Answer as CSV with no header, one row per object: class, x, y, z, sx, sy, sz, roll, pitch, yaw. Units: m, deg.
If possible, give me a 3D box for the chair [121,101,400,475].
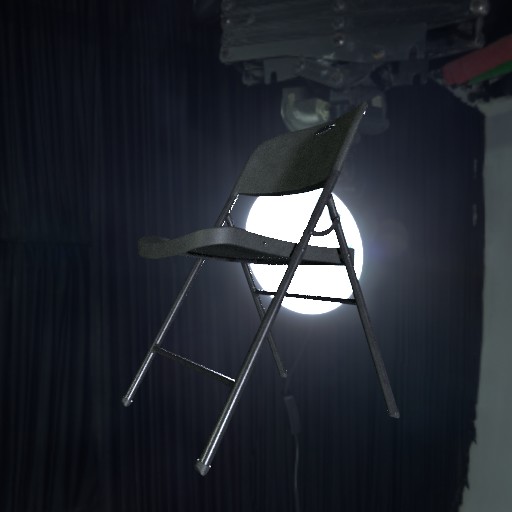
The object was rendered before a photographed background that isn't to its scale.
chair,0.000,0.000,1.167,0.566,0.810,0.494,1,-1,-33
